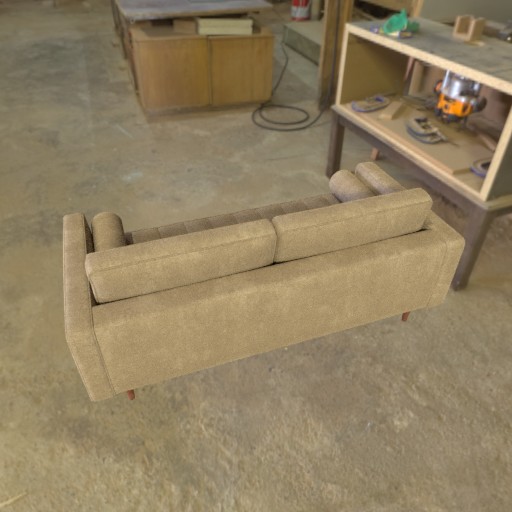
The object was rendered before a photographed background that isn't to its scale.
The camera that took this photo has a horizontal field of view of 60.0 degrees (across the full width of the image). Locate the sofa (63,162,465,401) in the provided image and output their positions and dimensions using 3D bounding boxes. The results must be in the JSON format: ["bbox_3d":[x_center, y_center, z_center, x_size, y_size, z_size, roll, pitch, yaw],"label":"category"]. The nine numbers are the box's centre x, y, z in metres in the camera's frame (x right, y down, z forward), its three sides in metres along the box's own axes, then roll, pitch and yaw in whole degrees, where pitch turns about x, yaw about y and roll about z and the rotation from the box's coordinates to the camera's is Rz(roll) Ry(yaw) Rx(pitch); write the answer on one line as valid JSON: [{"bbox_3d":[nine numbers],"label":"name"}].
[{"bbox_3d":[0.000,0.000,2.349,1.883,0.769,0.920,-12,41,-15],"label":"sofa"}]
